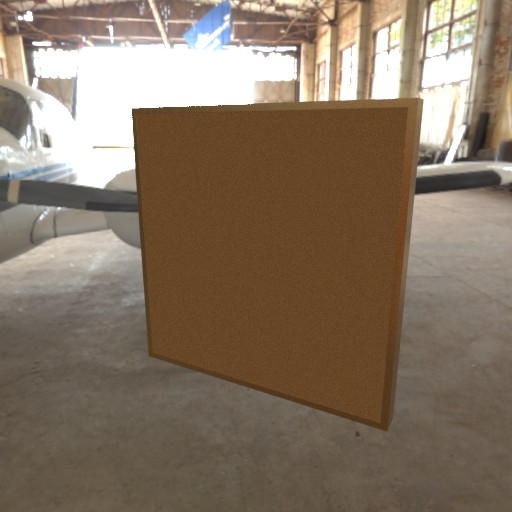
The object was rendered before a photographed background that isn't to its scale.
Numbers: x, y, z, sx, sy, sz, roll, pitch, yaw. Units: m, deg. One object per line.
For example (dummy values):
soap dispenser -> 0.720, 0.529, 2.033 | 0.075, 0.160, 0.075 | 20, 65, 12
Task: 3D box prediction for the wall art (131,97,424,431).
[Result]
wall art -> 0.000, 0.000, 0.783 | 0.509, 0.509, 0.040 | 9, 18, 28
